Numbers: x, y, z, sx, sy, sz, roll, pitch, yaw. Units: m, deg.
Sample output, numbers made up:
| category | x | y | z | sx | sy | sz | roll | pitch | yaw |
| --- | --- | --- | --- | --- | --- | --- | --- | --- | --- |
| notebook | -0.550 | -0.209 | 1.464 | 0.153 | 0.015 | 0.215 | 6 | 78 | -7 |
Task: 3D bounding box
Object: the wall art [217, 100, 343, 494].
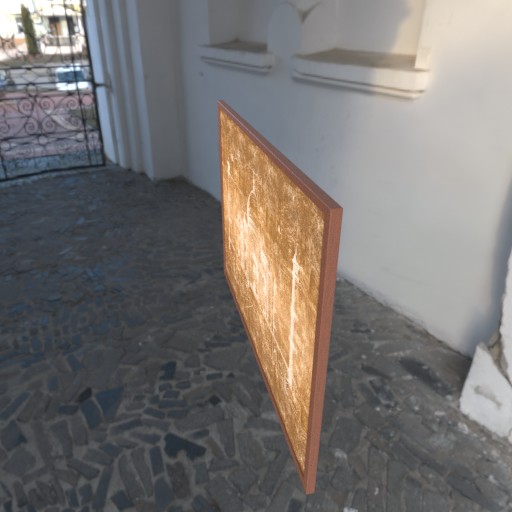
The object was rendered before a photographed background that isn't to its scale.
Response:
| category | x | y | z | sx | sy | sz | roll | pitch | yaw |
| --- | --- | --- | --- | --- | --- | --- | --- | --- | --- |
| wall art | 0.000 | 0.000 | 0.830 | 0.014 | 0.455 | 0.660 | -7 | 29 | -12 |
